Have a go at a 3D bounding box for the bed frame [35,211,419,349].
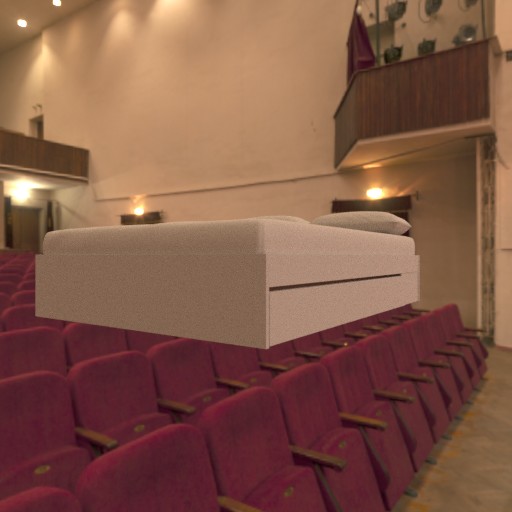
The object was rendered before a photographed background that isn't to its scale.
[{"bbox_3d":[0.000,0.000,2.698,1.450,0.629,1.950,0,0,35],"label":"bed frame"}]
